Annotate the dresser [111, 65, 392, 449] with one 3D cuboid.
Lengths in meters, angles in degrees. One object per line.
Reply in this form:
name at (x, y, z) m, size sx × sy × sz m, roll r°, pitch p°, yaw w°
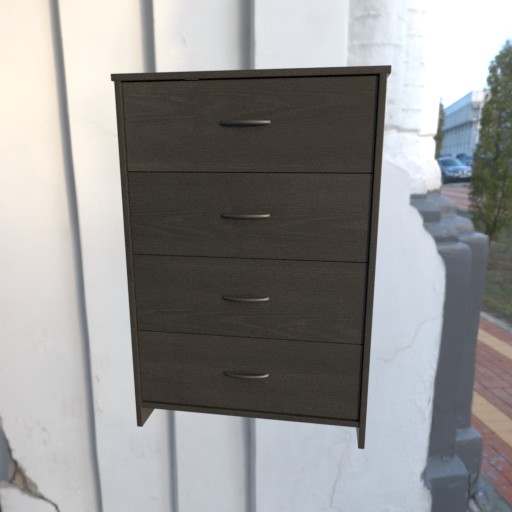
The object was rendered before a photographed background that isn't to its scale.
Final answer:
dresser at (0.000, 0.000, 1.377) m, size 0.700 × 1.020 × 0.398 m, roll 2°, pitch 13°, yaw 9°
